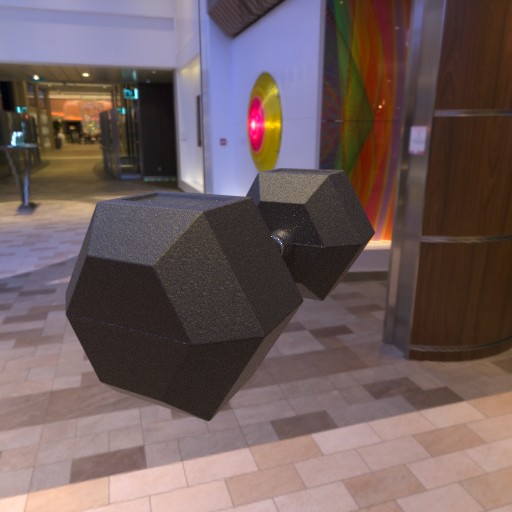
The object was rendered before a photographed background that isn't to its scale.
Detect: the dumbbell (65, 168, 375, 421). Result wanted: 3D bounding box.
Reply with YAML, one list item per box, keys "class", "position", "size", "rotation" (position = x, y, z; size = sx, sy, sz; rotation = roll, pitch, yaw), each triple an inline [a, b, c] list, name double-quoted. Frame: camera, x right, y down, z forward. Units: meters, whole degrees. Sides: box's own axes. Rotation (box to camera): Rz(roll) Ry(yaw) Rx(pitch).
- class: "dumbbell"
  position: [0.000, 0.000, 0.450]
  size: [0.173, 0.150, 0.384]
  rotation: [8, 17, 25]
